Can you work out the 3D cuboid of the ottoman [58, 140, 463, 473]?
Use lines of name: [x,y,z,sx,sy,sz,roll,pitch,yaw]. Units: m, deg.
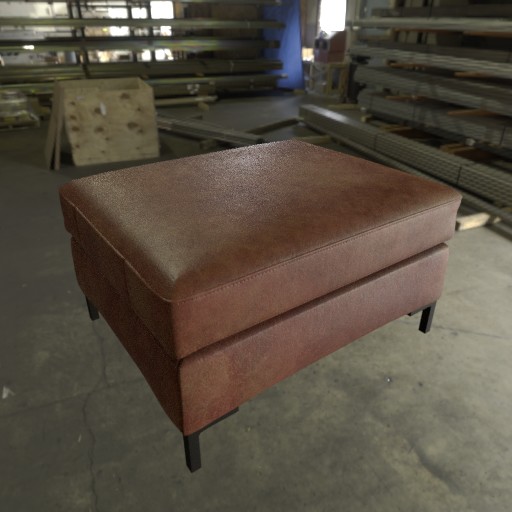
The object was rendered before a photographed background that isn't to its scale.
ottoman: [0.000,0.000,1.751,1.186,0.667,0.965,-19,34,-31]
